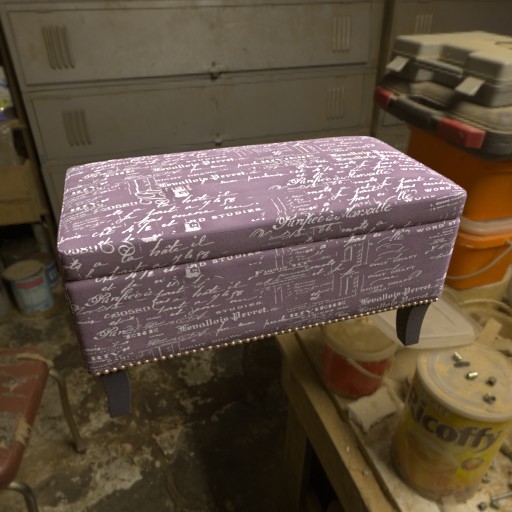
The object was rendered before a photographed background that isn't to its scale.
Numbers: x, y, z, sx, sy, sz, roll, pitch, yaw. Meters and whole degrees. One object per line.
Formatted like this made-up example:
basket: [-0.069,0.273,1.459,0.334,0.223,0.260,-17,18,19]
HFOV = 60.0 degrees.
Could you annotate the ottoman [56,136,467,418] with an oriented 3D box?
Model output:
ottoman: [0.000,0.000,1.071,0.813,0.457,0.406,-10,34,-15]
